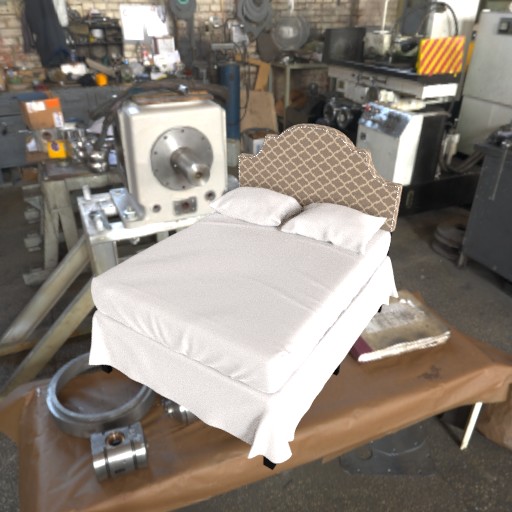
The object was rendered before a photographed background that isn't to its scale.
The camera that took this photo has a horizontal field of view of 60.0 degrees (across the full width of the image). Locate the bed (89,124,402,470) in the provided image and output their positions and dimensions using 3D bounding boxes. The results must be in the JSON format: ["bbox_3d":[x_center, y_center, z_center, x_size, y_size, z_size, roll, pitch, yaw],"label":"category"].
[{"bbox_3d":[0.000,0.000,3.440,1.780,1.633,2.222,18,34,28],"label":"bed"}]
